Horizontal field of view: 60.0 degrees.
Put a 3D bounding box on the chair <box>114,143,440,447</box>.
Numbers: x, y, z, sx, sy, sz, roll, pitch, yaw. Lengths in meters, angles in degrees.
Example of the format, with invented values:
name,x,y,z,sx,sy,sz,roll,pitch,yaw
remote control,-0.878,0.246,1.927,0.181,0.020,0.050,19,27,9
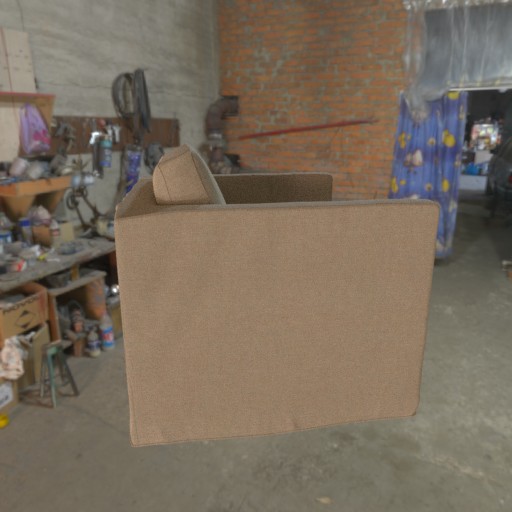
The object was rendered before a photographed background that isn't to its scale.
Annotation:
name,x,y,z,sx,sy,sz,roll,pitch,yaw
chair,0.000,0.000,1.757,0.949,0.863,1.057,-3,16,-9
